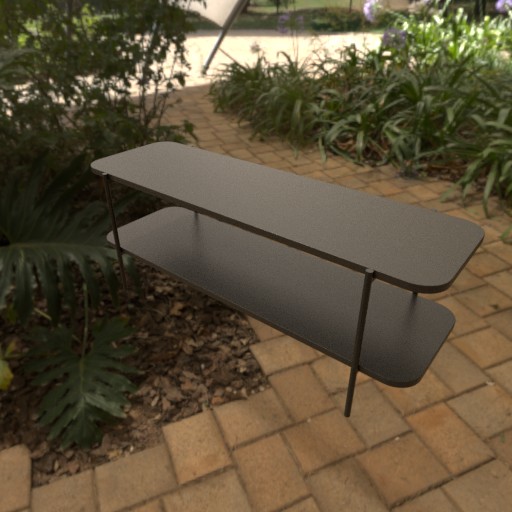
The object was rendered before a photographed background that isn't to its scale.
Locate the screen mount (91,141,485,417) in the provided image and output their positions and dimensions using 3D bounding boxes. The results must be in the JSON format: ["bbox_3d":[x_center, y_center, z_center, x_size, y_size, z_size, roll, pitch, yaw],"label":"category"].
[{"bbox_3d":[0.000,0.000,1.410,1.200,0.447,0.400,22,37,32],"label":"screen mount"}]
